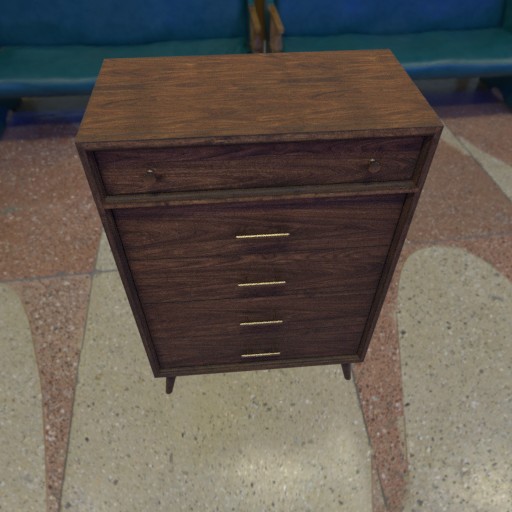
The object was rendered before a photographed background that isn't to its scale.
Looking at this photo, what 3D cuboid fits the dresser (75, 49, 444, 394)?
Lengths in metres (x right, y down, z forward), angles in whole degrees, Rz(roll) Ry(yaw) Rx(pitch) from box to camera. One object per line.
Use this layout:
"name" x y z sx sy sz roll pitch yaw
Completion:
"dresser" 0.000 0.000 1.749 0.919 1.365 0.498 -3 47 -3
